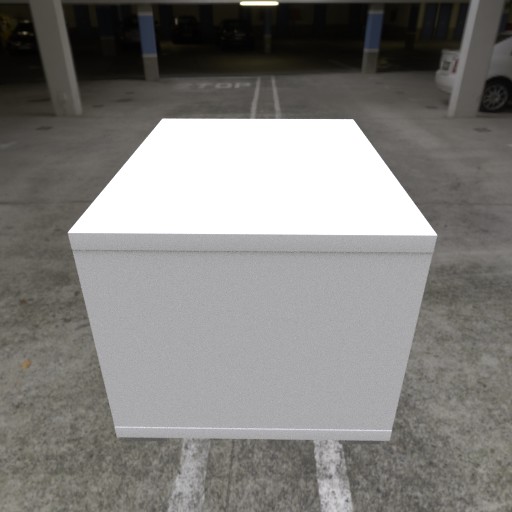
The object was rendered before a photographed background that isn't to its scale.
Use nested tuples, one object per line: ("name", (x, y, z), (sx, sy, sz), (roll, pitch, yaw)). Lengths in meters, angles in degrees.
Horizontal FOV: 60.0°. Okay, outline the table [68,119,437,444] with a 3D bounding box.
("table", (0.000, 0.000, 0.788), (0.399, 0.357, 0.517), (0, 30, 1))
